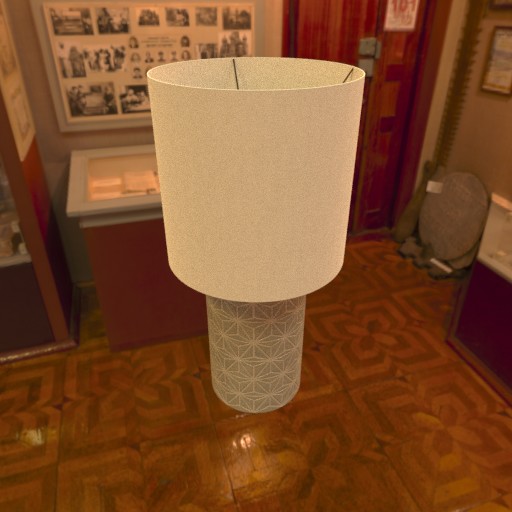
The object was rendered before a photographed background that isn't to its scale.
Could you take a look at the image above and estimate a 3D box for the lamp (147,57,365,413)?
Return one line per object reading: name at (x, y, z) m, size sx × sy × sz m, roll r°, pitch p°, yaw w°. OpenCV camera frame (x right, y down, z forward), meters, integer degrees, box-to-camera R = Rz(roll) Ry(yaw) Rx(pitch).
lamp at (0.000, 0.000, 0.533) m, size 0.206 × 0.416 × 0.206 m, roll -8°, pitch 31°, yaw -13°
